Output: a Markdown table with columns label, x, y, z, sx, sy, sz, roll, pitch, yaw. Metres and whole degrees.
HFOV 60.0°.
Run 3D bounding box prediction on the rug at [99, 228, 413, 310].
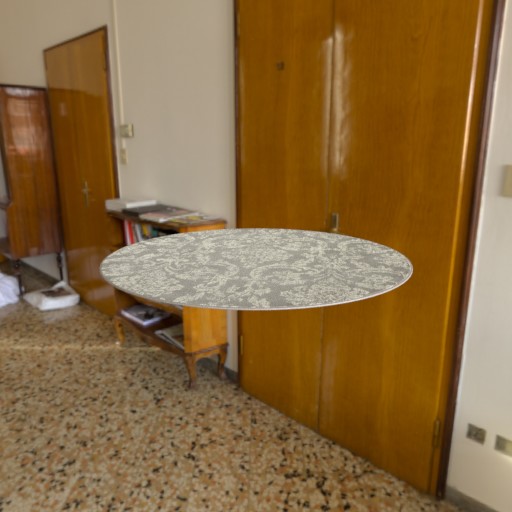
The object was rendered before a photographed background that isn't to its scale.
| label | x | y | z | sx | sy | sz | roll | pitch | yaw |
| --- | --- | --- | --- | --- | --- | --- | --- | --- | --- |
| rug | 0.000 | 0.000 | 2.380 | 1.593 | 0.012 | 1.593 | 0 | 14 | 0 |
